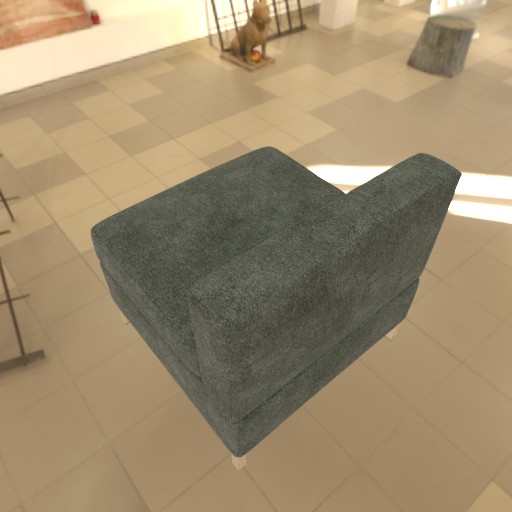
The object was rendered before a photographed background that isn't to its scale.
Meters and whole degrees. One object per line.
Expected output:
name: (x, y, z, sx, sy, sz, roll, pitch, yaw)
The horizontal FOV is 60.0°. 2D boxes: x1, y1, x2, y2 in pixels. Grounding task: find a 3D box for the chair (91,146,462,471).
chair: (0.000, 0.000, 1.230, 0.680, 0.660, 0.680, -31, 53, -27)
